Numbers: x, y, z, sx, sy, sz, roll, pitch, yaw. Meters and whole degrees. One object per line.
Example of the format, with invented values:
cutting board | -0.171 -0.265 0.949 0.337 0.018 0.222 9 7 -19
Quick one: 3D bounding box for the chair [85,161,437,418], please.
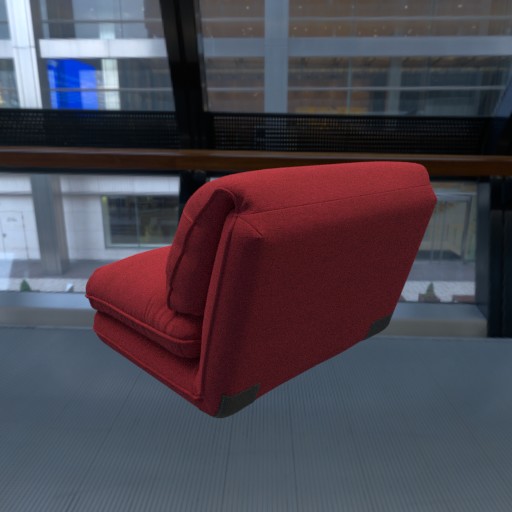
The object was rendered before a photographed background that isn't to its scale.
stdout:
chair | 0.000 0.000 1.377 0.820 0.580 0.780 -14 21 -42
